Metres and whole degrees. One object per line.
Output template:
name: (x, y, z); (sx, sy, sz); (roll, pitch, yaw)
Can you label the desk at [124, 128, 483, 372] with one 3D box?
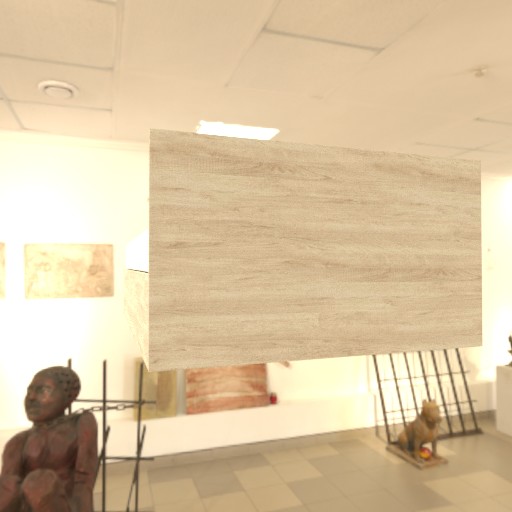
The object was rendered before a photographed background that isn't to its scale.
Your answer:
desk: (0.000, 0.000, 2.577); (1.400, 0.800, 1.900); (0, -1, -19)
